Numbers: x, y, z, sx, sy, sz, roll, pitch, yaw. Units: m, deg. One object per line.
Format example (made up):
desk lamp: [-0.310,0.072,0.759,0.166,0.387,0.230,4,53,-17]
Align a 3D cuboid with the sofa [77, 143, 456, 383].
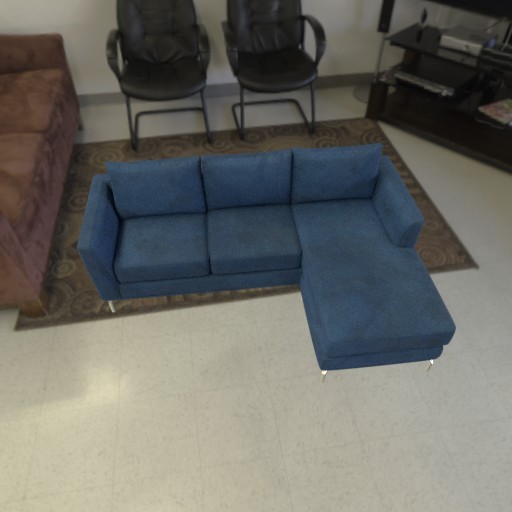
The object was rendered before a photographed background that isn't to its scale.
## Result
sofa: [0.000,0.000,3.268,2.438,0.987,1.622,-5,46,-5]
